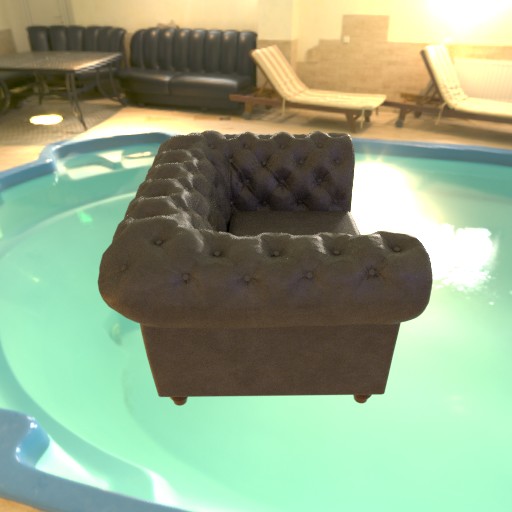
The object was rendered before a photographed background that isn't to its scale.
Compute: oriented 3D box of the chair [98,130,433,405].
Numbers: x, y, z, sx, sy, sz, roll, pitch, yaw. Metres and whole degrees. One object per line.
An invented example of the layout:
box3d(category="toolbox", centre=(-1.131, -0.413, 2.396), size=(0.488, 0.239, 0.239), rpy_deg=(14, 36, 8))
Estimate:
box3d(category="chair", centre=(0.000, 0.000, 1.861), size=(0.943, 0.780, 1.298), rpy_deg=(0, 31, -1))
